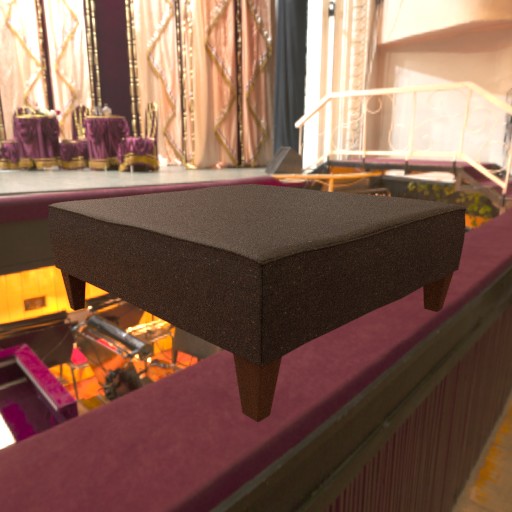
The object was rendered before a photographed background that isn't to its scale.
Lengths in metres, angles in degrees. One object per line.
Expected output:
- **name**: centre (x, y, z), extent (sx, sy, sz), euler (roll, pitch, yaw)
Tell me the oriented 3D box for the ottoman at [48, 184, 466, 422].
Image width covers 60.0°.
- **ottoman**: centre (0.000, 0.000, 1.493), extent (1.004, 0.382, 0.968), euler (14, 20, 43)
